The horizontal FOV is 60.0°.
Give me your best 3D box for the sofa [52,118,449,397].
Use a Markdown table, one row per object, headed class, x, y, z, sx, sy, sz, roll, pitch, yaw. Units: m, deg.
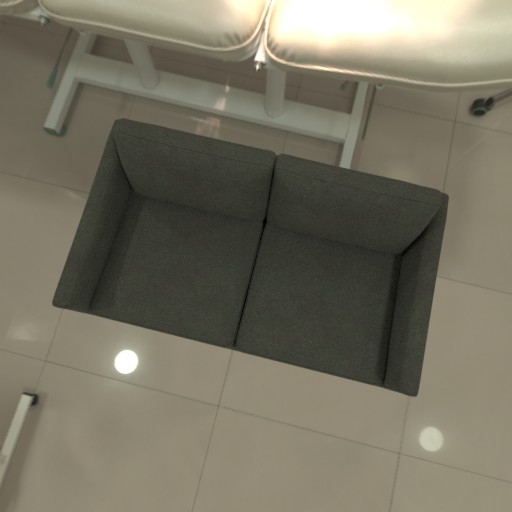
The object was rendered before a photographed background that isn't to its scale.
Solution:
| class | x | y | z | sx | sy | sz | roll | pitch | yaw |
| --- | --- | --- | --- | --- | --- | --- | --- | --- | --- |
| sofa | 0.000 | 0.000 | 2.526 | 1.909 | 0.845 | 1.091 | 13 | 78 | 3 |
